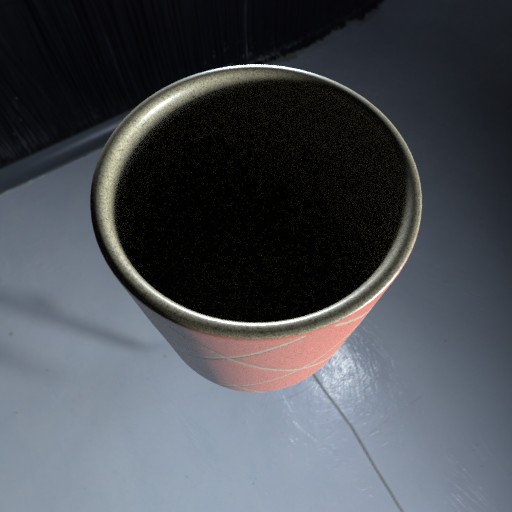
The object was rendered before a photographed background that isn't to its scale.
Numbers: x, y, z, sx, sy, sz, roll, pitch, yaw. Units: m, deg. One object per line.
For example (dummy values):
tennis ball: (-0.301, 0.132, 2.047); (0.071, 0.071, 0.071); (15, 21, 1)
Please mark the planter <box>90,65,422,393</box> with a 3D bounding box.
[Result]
planter: (0.000, 0.000, 0.345); (0.191, 0.200, 0.191); (0, 63, 0)
